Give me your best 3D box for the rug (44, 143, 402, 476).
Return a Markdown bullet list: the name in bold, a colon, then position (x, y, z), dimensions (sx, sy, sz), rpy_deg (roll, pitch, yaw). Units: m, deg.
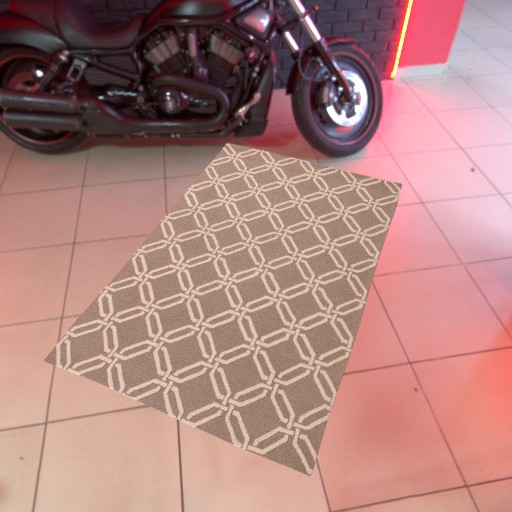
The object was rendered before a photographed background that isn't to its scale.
- **rug**: position (0.000, 0.000, 2.188), dimensions (1.142, 0.010, 1.748), rpy_deg (17, 49, 15)
